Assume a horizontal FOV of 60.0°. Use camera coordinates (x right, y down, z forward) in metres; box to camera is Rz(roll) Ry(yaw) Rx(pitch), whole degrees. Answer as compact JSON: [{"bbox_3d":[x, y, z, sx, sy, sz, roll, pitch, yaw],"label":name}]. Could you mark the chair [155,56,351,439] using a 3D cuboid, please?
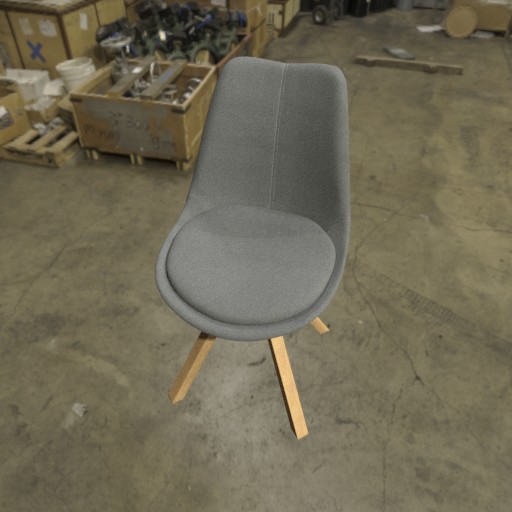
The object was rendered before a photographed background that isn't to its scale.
[{"bbox_3d":[0.000,0.000,1.201,0.474,0.863,0.549,11,42,13],"label":"chair"}]
